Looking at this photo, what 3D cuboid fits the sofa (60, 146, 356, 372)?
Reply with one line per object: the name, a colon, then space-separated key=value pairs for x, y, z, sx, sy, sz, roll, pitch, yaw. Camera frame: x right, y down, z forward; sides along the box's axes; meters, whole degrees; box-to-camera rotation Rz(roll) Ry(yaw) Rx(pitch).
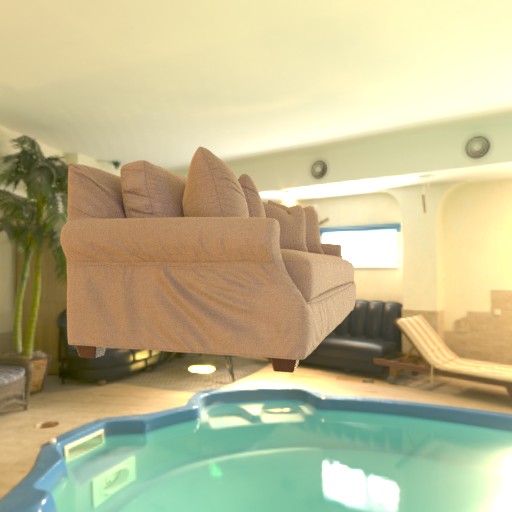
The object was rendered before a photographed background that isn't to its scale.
sofa: x=0.000 y=0.000 z=2.762 sx=1.067 sy=0.904 sz=2.285 roll=0 pitch=-1 yaw=17
